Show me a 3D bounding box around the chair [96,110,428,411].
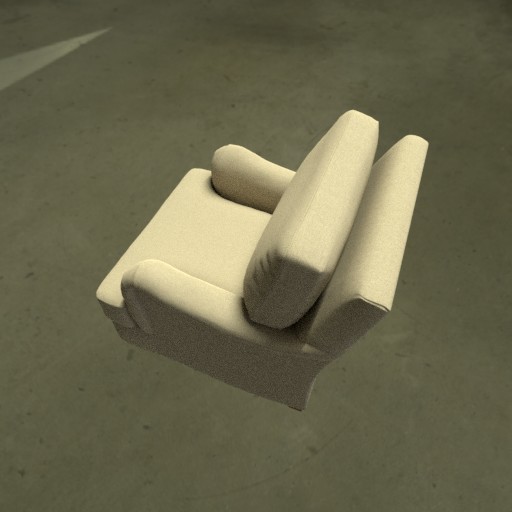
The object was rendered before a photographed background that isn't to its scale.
[{"bbox_3d":[0.000,0.000,1.873,1.078,1.076,0.895,16,51,14],"label":"chair"}]
